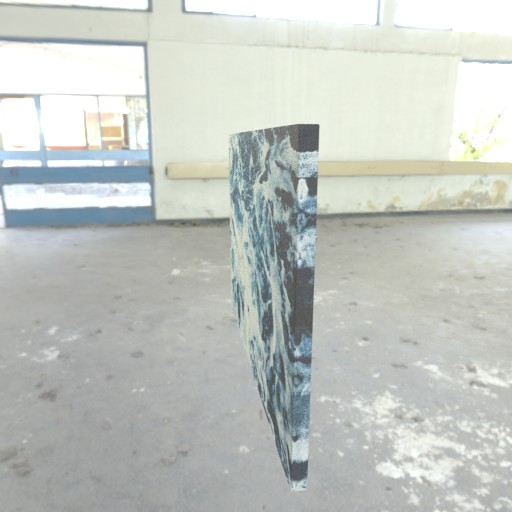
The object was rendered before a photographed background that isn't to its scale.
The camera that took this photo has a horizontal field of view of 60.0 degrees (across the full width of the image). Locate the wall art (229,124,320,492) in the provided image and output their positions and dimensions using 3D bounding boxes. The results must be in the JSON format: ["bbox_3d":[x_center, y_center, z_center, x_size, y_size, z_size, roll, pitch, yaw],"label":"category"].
[{"bbox_3d":[0.000,0.000,1.877,0.055,1.017,1.524,-2,15,-9],"label":"wall art"}]
